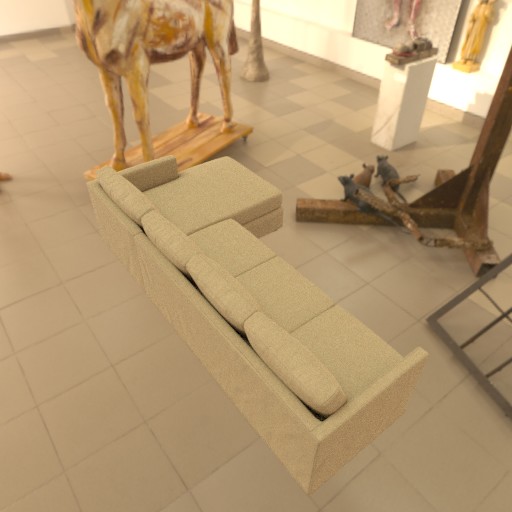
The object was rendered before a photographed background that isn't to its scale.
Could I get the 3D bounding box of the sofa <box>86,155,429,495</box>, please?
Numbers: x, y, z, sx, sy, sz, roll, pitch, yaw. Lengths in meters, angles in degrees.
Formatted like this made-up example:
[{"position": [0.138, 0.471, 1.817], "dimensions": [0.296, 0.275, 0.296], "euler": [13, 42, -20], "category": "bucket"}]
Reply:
[{"position": [0.000, 0.000, 3.740], "dimensions": [1.622, 0.867, 3.177], "euler": [-27, 48, -27], "category": "sofa"}]
